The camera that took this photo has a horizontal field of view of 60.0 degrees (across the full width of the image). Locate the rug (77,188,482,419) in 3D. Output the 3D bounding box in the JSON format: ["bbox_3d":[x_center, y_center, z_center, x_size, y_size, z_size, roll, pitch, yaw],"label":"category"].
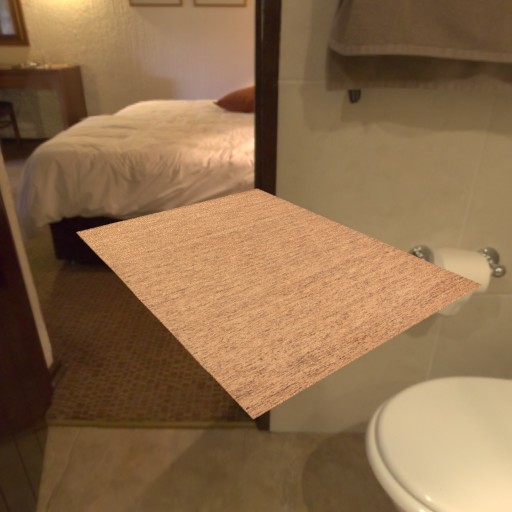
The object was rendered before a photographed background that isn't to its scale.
[{"bbox_3d":[0.000,0.000,4.291,2.448,0.013,3.205,-19,33,-32],"label":"rug"}]
